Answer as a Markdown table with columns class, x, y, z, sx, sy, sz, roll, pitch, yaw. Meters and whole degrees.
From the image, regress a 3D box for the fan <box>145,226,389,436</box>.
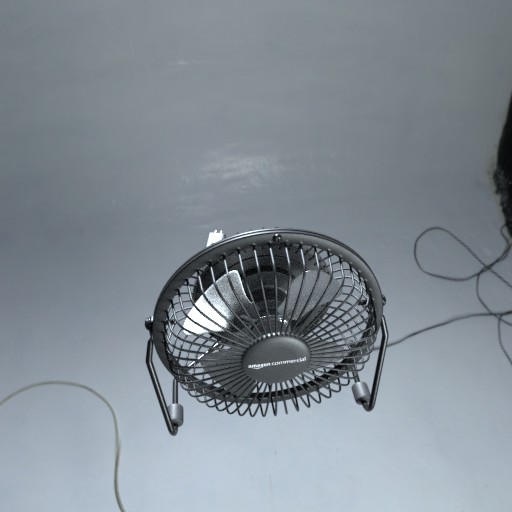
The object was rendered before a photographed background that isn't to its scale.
| class | x | y | z | sx | sy | sz | roll | pitch | yaw |
| --- | --- | --- | --- | --- | --- | --- | --- | --- | --- |
| fan | 0.000 | 0.000 | 0.317 | 0.153 | 0.152 | 0.202 | -5 | 48 | -5 |
